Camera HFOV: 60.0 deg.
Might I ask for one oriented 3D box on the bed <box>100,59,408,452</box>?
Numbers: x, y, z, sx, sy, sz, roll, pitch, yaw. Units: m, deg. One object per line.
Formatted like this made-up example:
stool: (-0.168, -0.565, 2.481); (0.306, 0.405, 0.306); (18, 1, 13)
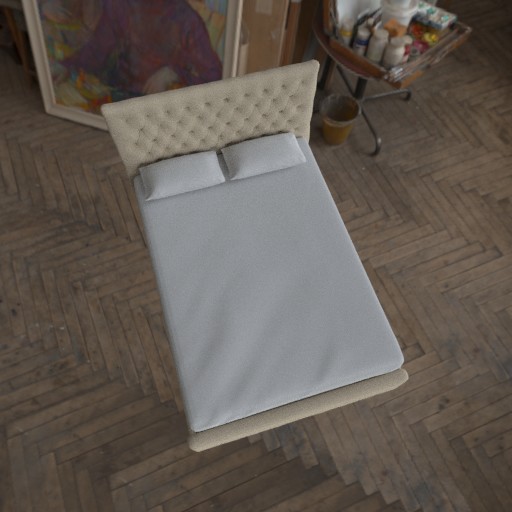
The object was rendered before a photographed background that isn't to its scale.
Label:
bed: (0.000, 0.000, 3.461); (1.698, 1.427, 2.387); (-15, 65, -7)
